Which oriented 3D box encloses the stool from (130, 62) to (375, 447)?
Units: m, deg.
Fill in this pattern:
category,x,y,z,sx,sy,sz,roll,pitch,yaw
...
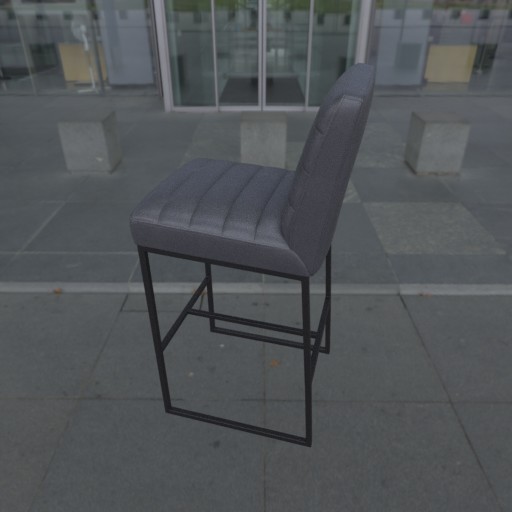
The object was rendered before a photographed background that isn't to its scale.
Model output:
category,x,y,z,sx,sy,sz,roll,pitch,yaw
stool,0.000,0.000,1.323,0.552,1.040,0.457,8,32,13
